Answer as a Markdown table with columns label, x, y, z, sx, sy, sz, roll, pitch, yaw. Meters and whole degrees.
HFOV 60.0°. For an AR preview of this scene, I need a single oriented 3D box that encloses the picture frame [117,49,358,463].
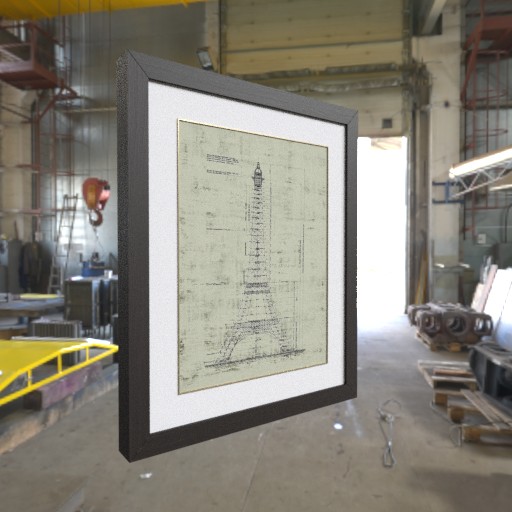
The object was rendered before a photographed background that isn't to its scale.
| label | x | y | z | sx | sy | sz | roll | pitch | yaw |
| --- | --- | --- | --- | --- | --- | --- | --- | --- | --- |
| picture frame | 0.000 | 0.000 | 0.744 | 0.452 | 0.555 | 0.044 | -1 | 1 | -36 |
